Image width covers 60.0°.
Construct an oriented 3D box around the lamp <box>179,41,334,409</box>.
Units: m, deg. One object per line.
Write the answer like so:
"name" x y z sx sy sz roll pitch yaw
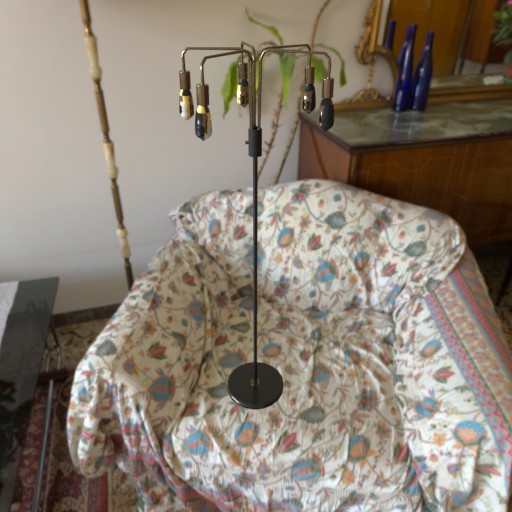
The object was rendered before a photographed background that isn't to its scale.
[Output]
"lamp" 0.000 0.000 2.013 0.572 1.721 0.599 22 38 31
